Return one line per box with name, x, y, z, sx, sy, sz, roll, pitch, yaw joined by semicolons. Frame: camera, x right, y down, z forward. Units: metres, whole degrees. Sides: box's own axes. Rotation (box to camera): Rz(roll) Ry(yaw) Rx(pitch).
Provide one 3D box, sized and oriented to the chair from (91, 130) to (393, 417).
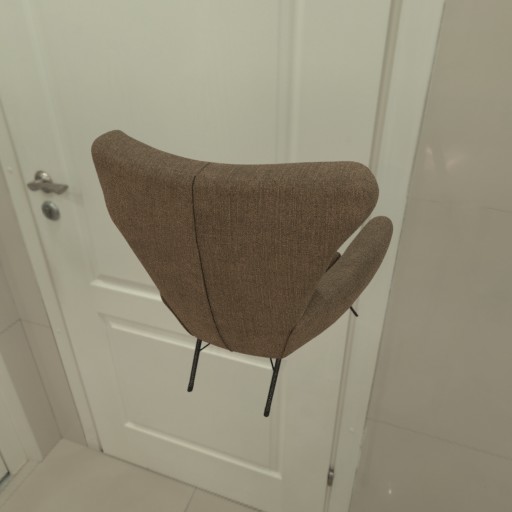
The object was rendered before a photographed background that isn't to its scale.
chair;0.000;0.000;1.761;0.980;1.040;0.900;11;33;17
